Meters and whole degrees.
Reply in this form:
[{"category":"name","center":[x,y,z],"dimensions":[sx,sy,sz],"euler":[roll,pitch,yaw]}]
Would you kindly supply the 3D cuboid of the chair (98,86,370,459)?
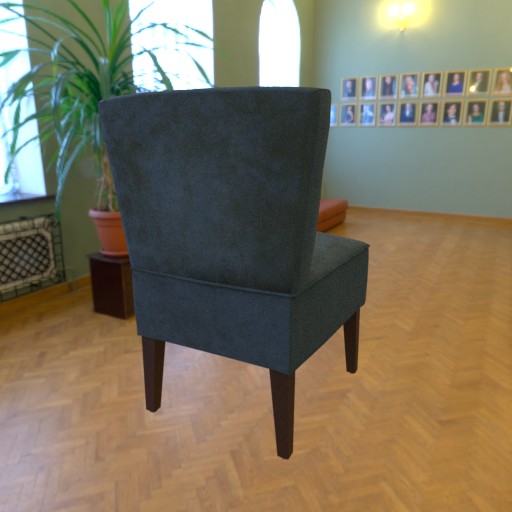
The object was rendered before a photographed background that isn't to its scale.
[{"category":"chair","center":[0.000,0.000,1.191],"dimensions":[0.521,0.806,0.551],"euler":[8,17,27]}]
